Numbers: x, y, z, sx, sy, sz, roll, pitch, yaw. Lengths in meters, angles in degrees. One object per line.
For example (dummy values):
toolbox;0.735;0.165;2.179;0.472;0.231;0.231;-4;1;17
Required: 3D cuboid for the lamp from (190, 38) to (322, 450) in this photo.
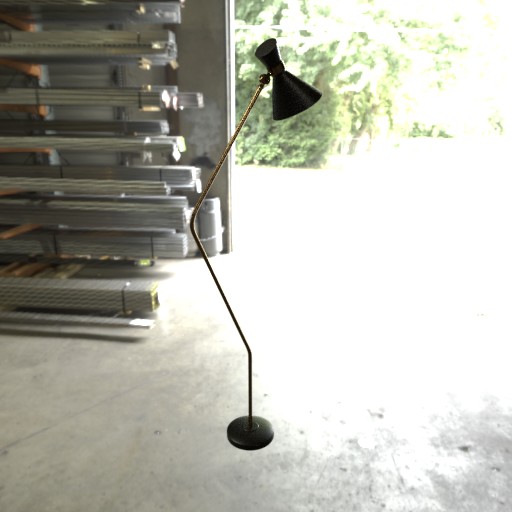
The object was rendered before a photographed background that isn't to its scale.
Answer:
lamp;0.000;0.000;1.604;0.467;1.438;0.277;-2;16;-9
